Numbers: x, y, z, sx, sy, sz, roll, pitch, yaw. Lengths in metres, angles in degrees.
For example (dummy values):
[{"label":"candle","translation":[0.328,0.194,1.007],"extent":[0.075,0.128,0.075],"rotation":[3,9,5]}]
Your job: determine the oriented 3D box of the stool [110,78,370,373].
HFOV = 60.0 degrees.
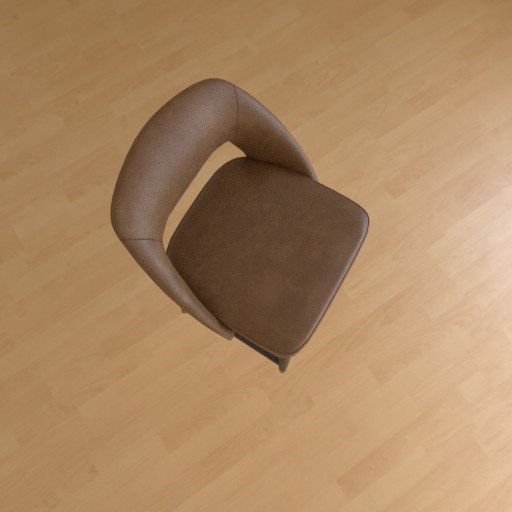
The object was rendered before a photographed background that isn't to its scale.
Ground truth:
[{"label":"stool","translation":[0.000,0.000,1.266],"extent":[0.509,0.940,0.494],"rotation":[30,77,8]}]
